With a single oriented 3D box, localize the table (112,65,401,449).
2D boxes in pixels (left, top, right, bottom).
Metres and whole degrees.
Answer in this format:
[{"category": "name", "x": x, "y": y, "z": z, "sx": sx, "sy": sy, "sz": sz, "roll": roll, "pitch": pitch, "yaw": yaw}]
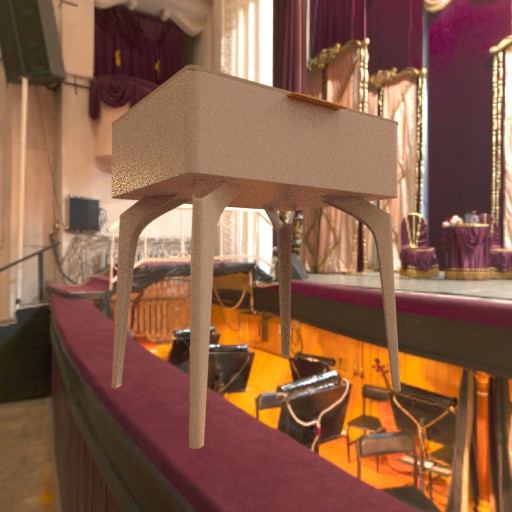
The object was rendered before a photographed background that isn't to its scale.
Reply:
[{"category": "table", "x": 0.000, "y": 0.000, "z": 0.947, "sx": 0.500, "sy": 0.570, "sz": 0.400, "roll": 0, "pitch": 0, "yaw": -35}]
